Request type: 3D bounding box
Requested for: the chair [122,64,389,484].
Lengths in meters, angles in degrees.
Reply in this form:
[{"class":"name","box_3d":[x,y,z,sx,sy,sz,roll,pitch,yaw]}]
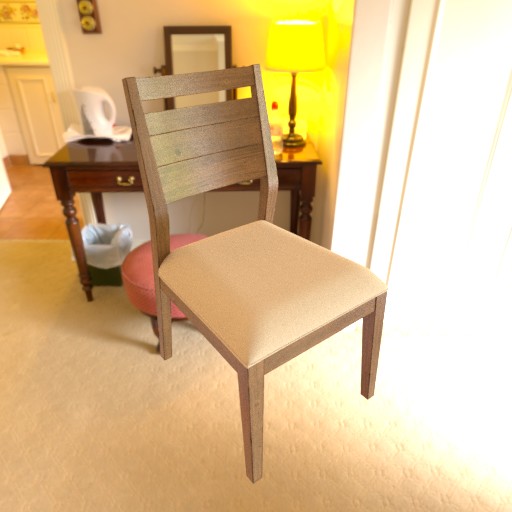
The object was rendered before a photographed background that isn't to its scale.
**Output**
[{"class":"chair","box_3d":[0.000,0.000,1.272,0.497,0.939,0.610,-21,37,-32]}]
